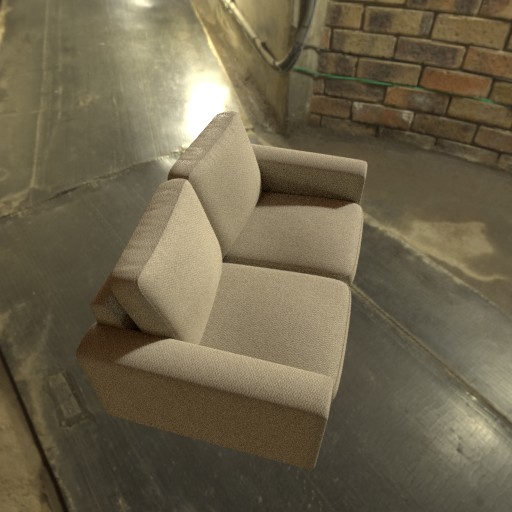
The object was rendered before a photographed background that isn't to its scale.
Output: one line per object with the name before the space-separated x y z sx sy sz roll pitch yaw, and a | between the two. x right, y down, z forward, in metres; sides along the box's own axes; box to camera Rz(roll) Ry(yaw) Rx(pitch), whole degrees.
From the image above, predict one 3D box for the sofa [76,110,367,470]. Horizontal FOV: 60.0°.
sofa | 0.000 0.000 2.231 1.016 0.873 1.616 11 47 10
